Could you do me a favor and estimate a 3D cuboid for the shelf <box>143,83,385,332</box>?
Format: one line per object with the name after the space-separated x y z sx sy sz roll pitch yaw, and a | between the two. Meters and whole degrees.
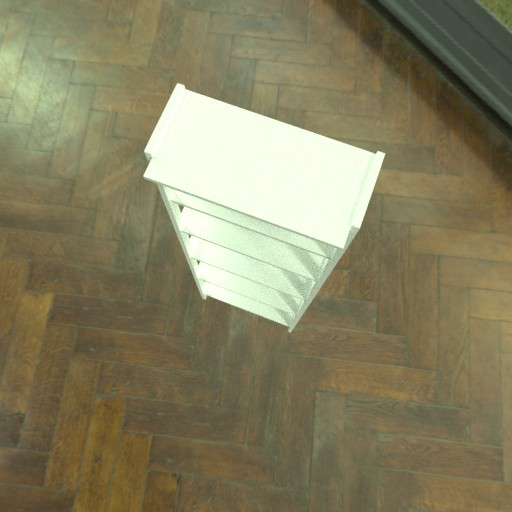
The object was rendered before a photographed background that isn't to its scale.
0.000 0.000 2.178 0.660 1.892 0.381 20 76 5 | shelf
